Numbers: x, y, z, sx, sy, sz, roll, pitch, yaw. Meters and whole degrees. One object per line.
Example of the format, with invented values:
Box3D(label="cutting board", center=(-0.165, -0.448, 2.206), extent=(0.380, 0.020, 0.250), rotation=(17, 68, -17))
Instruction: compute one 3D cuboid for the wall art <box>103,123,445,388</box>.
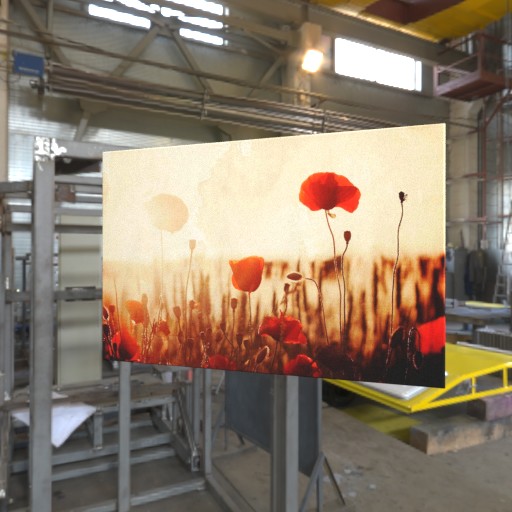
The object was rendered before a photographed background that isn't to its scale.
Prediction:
Box3D(label="wall art", center=(0.000, 0.000, 0.781), extent=(0.613, 0.402, 0.040), rotation=(0, 0, 18))
